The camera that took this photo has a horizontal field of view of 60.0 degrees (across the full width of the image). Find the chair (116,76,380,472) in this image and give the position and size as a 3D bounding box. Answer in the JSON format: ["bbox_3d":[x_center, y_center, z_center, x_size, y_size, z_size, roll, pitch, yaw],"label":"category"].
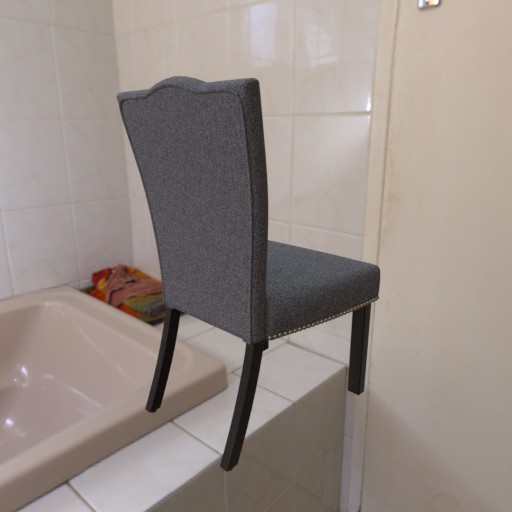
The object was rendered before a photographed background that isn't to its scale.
[{"bbox_3d":[0.000,0.000,1.305,0.518,0.946,0.589,15,22,42],"label":"chair"}]
